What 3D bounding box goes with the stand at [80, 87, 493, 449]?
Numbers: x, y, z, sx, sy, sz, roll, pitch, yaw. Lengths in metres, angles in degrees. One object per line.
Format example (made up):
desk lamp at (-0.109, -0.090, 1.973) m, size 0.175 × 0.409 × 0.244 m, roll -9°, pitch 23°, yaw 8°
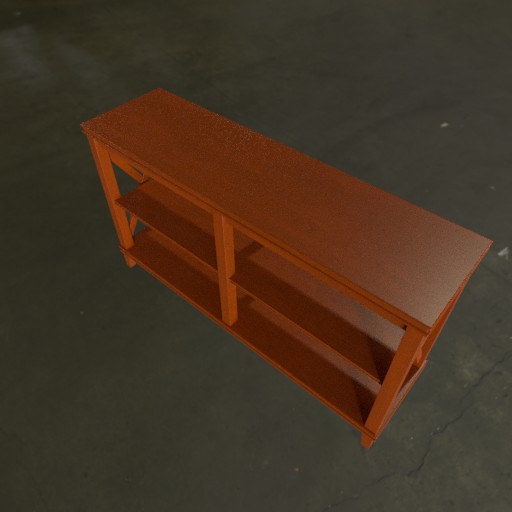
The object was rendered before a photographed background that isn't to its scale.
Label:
stand at (0.000, 0.000, 1.684) m, size 1.372 × 0.762 × 0.381 m, roll 32°, pitch 54°, yaw 27°
